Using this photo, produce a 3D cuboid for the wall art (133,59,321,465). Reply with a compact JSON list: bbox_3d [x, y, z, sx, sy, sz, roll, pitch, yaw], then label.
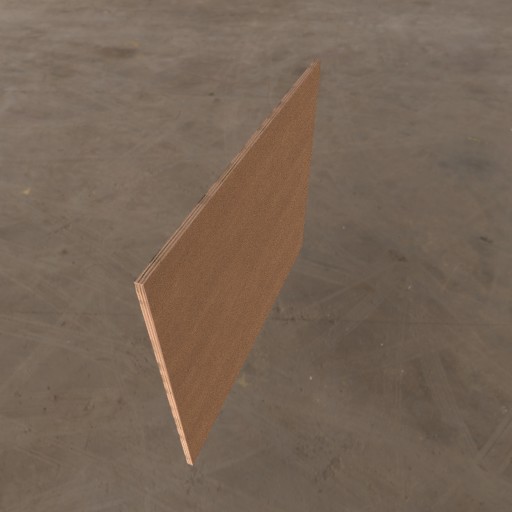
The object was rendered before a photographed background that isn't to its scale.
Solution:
[{"bbox_3d":[0.000,0.000,0.679,0.010,0.408,0.508,17,48,16],"label":"wall art"}]
